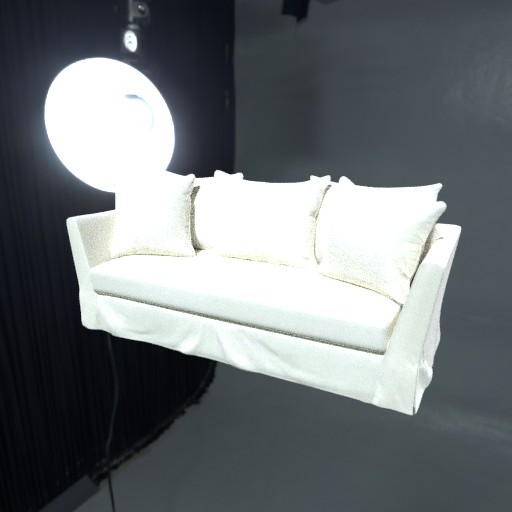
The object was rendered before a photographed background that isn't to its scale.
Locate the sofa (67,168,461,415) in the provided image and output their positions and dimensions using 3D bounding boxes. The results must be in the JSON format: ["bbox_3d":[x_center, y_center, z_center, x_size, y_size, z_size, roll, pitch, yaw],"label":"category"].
[{"bbox_3d":[0.000,0.000,2.830,2.290,1.034,1.031,8,17,27],"label":"sofa"}]
